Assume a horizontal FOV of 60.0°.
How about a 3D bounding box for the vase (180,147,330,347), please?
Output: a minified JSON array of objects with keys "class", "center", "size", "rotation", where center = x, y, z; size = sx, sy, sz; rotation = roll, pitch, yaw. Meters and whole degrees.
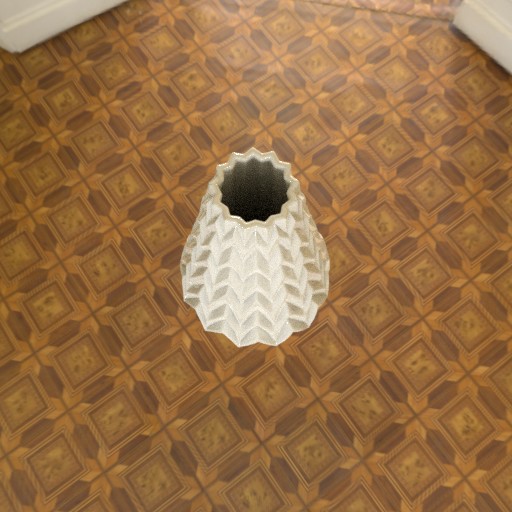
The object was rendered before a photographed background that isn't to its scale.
[{"class":"vase","center":[0.000,0.000,0.428],"size":[0.167,0.328,0.167],"rotation":[0,75,0]}]
